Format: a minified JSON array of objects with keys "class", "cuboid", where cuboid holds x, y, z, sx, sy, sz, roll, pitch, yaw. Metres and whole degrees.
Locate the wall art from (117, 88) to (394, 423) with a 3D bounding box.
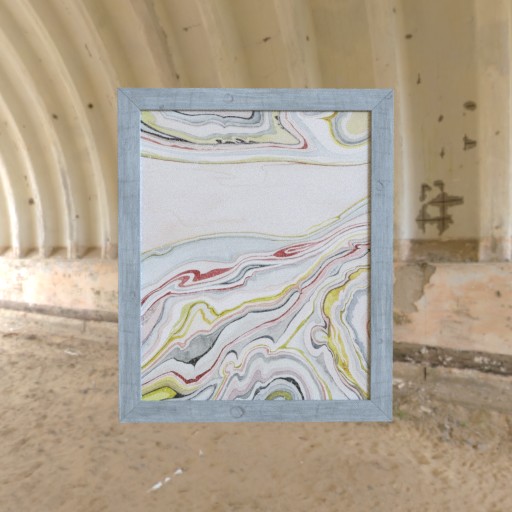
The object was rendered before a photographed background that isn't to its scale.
[{"class":"wall art","cuboid":[0.000,0.000,0.783,0.479,0.582,0.022,0,1,-1]}]
